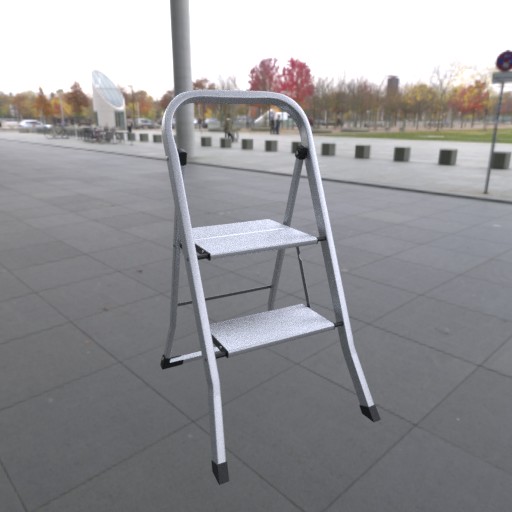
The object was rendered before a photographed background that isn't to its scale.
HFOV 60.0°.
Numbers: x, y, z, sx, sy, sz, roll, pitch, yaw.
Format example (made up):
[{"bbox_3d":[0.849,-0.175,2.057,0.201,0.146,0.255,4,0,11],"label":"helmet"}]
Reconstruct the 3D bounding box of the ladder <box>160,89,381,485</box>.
[{"bbox_3d":[0.000,0.000,1.166,0.465,0.830,0.530,-9,19,-27],"label":"ladder"}]
